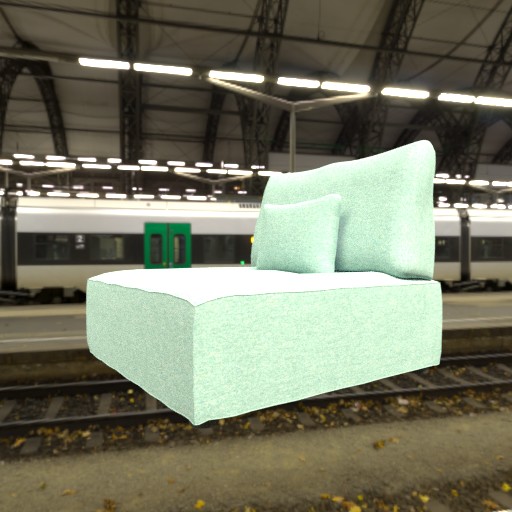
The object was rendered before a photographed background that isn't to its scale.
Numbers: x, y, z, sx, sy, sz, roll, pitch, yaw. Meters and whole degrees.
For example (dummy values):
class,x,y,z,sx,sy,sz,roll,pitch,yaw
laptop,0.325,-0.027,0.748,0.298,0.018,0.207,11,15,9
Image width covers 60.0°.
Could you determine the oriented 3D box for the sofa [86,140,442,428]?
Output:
class,x,y,z,sx,sy,sz,roll,pitch,yaw
sofa,0.000,0.000,1.671,1.000,0.820,0.930,0,1,-35
